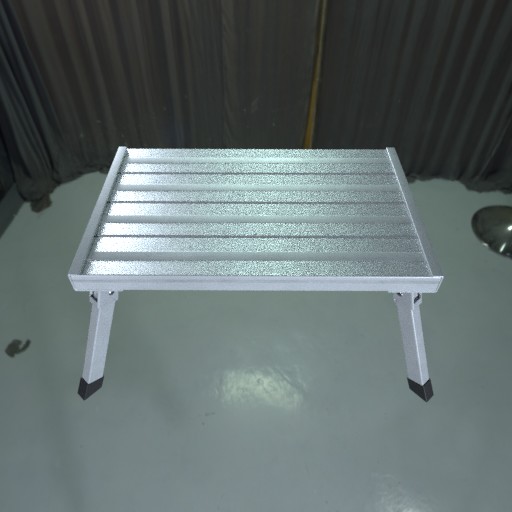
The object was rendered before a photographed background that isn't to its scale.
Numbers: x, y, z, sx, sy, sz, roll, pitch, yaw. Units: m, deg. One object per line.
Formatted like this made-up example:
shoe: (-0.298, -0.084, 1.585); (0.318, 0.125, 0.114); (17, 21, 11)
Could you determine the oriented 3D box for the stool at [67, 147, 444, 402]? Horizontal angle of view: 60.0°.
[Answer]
stool: (0.000, 0.000, 0.712); (0.535, 0.225, 0.385); (0, 46, 0)
